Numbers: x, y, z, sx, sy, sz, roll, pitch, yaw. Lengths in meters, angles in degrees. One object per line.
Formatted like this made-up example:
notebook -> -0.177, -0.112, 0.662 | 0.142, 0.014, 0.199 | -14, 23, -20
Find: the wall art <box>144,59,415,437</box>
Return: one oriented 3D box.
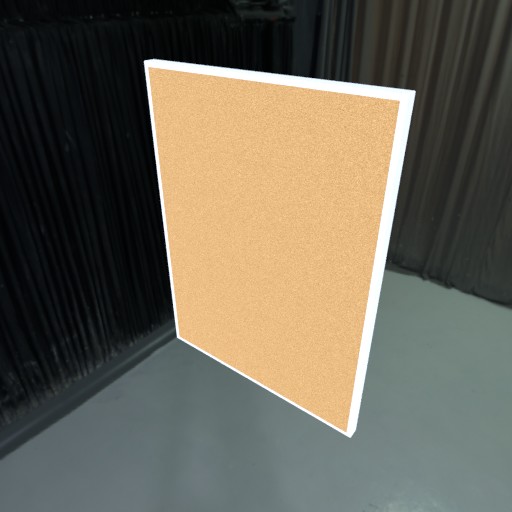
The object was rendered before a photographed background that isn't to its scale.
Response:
wall art -> 0.000, 0.000, 1.581 | 0.914, 1.221, 0.046 | 21, 37, 31
